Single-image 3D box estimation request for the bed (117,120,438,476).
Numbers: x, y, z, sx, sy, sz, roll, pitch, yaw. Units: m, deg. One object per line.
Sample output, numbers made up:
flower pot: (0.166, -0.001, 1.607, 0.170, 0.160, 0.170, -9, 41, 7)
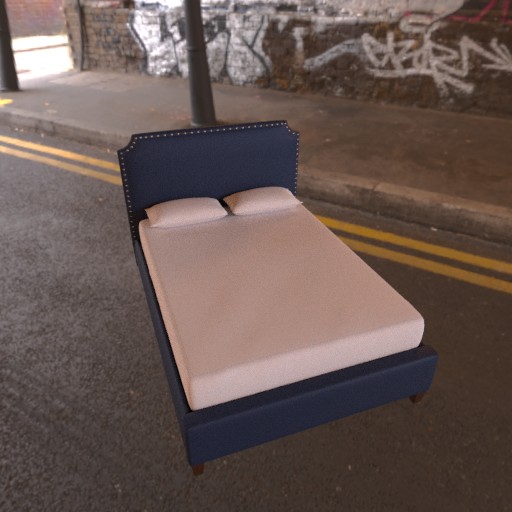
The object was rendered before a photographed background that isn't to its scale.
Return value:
bed: (0.000, 0.000, 3.442, 1.712, 1.443, 2.372, -11, 33, -17)
